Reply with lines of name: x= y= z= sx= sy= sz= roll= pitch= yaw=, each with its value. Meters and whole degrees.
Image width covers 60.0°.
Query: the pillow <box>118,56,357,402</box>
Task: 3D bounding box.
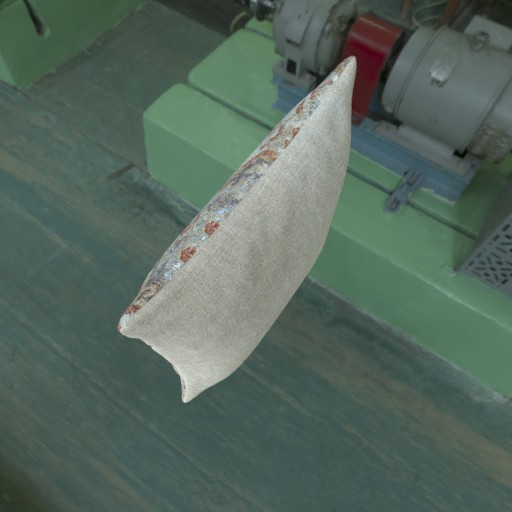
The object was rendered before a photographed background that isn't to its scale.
pillow: x=0.000 y=0.000 z=0.787 sx=0.166 sy=0.506 sz=0.523 roll=31 pitch=67 yaw=15
